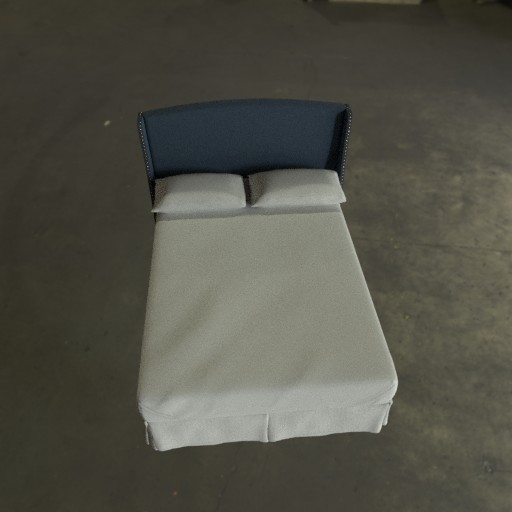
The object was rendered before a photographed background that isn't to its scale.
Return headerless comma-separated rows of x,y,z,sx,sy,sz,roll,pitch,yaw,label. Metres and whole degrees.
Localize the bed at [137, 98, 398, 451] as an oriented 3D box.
0.000,0.000,3.295,1.710,1.407,2.237,-3,46,-3,bed
